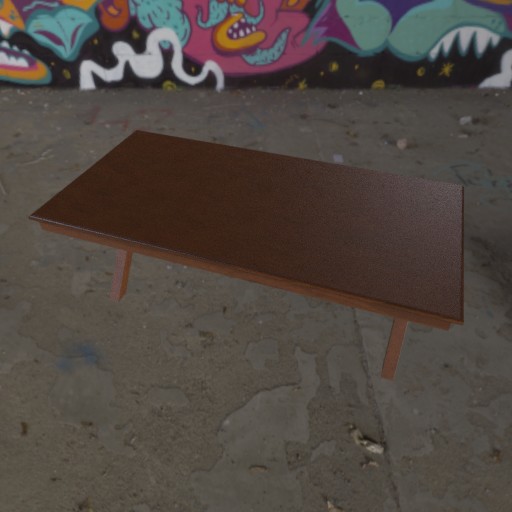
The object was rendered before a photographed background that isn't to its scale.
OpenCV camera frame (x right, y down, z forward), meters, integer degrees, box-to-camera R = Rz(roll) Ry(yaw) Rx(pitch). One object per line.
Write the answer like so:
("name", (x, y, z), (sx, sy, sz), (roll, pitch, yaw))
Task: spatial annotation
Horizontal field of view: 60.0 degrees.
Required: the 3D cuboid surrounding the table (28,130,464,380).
("table", (0.000, 0.000, 1.499), (1.197, 0.459, 0.594), (13, 43, 14))
